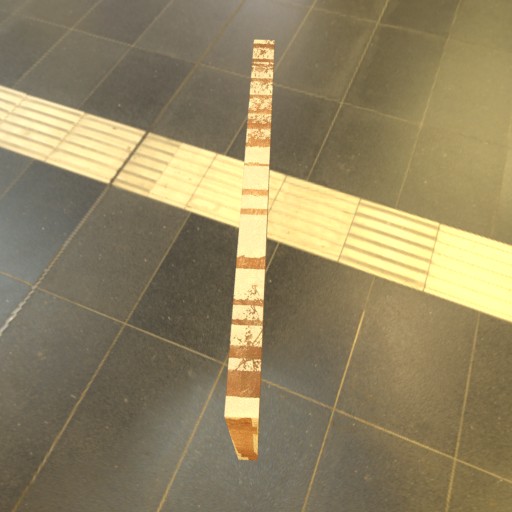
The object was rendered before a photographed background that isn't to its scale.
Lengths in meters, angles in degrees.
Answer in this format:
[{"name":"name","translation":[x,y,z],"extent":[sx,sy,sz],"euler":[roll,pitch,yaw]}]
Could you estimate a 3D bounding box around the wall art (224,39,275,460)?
[{"name":"wall art","translation":[0.000,0.000,0.770],"extent":[0.035,0.405,0.609],"euler":[2,60,1]}]
